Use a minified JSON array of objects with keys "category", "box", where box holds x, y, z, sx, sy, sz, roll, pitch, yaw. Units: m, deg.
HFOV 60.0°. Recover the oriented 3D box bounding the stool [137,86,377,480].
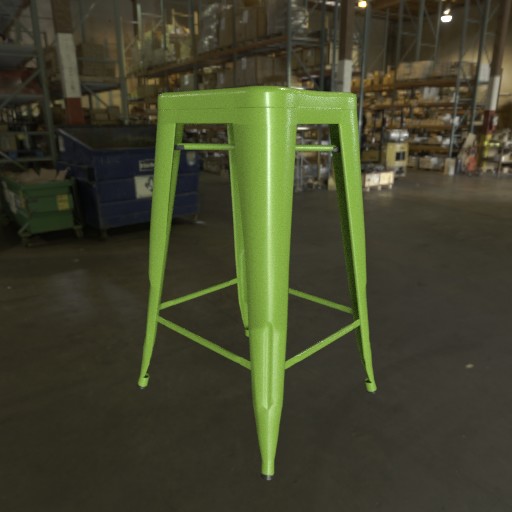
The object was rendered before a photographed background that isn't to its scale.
[{"category":"stool","box":[0.000,0.000,0.881,0.398,0.609,0.358,16,23,42]}]
